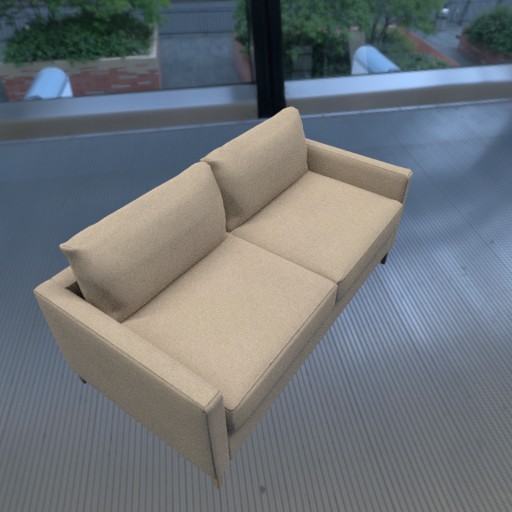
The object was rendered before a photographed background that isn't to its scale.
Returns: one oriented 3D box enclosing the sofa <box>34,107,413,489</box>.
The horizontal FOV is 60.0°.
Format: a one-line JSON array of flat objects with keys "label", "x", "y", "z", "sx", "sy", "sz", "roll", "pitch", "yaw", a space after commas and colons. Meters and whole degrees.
[{"label": "sofa", "x": 0.000, "y": 0.000, "z": 2.088, "sx": 0.875, "sy": 0.840, "sz": 1.682, "roll": 25, "pitch": 47, "yaw": 26}]
